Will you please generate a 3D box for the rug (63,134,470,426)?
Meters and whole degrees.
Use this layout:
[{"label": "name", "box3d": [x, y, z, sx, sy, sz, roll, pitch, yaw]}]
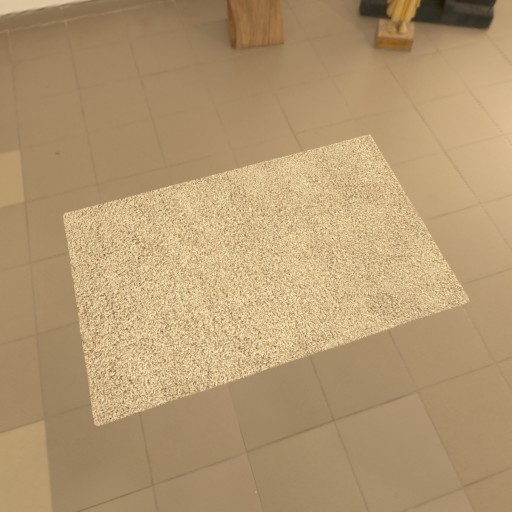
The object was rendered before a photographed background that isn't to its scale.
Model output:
[{"label": "rug", "box3d": [0.000, 0.000, 3.046, 2.438, 0.030, 1.524, -16, 63, -8]}]
